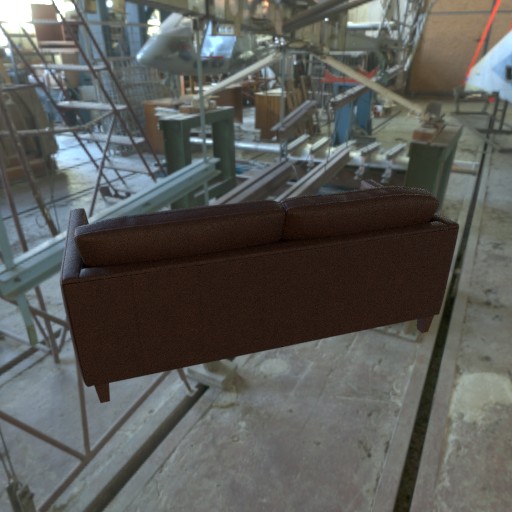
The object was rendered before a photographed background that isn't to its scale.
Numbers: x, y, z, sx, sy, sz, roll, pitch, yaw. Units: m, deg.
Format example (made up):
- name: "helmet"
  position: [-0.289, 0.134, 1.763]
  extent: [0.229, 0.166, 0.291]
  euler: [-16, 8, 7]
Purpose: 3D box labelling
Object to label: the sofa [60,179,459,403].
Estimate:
- name: "sofa"
  position: [0.000, 0.000, 2.530]
  extent: [1.971, 0.863, 0.923]
  euler: [-8, 27, -16]
